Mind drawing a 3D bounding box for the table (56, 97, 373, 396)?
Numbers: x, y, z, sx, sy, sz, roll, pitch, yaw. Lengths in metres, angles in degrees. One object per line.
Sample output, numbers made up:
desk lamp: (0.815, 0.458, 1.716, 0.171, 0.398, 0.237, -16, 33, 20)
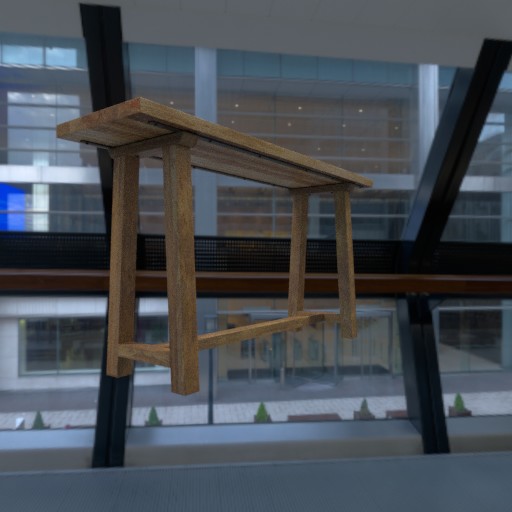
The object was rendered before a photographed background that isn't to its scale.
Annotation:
table: (0.000, 0.000, 1.862, 0.405, 0.810, 1.524, 0, 0, 37)
